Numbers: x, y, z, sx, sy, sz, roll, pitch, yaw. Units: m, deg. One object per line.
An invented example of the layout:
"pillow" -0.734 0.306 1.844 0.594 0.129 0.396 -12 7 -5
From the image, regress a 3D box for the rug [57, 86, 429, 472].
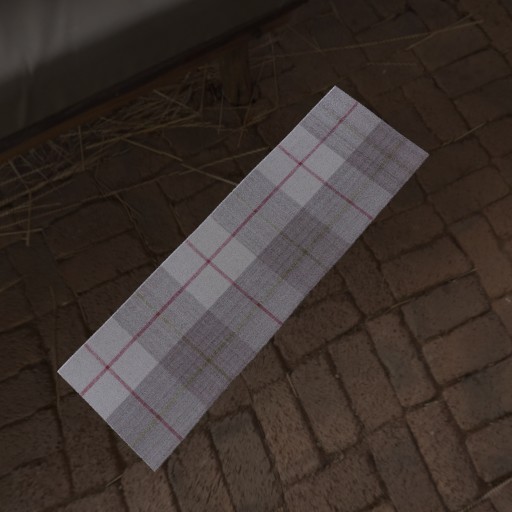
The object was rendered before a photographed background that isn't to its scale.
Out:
"rug" 0.000 0.000 2.615 0.762 0.013 2.439 40 78 10
